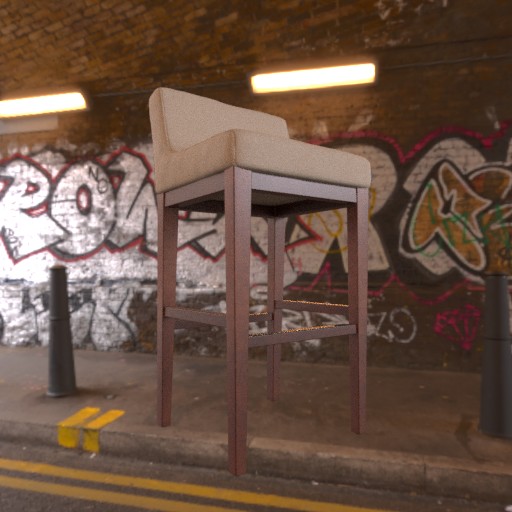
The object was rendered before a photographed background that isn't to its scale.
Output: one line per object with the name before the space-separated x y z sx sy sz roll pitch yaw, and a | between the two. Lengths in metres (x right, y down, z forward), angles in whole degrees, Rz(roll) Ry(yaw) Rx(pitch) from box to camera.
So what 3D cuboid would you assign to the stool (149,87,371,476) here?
stool | 0.000 0.000 1.343 0.511 1.037 0.500 1 -2 -37
